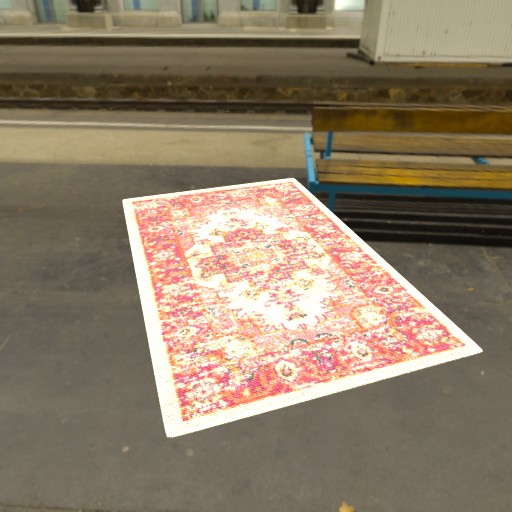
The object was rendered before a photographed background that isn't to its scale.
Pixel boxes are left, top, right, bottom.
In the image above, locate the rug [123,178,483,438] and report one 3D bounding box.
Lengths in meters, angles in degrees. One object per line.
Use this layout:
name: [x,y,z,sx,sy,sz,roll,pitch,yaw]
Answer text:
rug: [0.000,0.000,1.054,0.556,0.004,0.868,-10,33,-16]
